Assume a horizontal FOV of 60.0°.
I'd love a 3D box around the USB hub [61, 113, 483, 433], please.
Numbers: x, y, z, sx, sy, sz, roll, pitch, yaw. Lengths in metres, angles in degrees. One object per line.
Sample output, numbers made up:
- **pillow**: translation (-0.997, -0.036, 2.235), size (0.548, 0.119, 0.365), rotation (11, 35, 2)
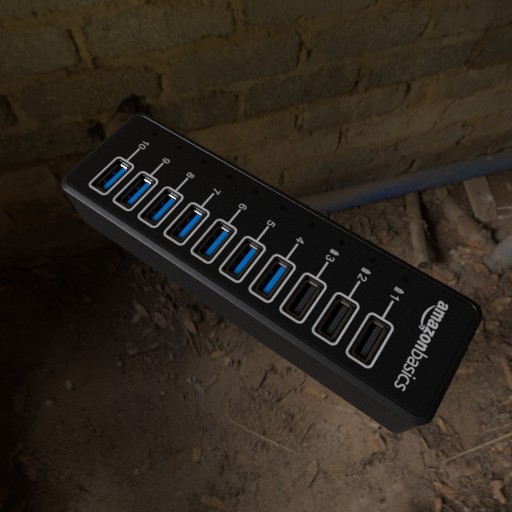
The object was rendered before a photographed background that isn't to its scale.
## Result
- **USB hub**: translation (0.000, 0.000, 0.158), size (0.145, 0.023, 0.044), rotation (32, 67, 15)
